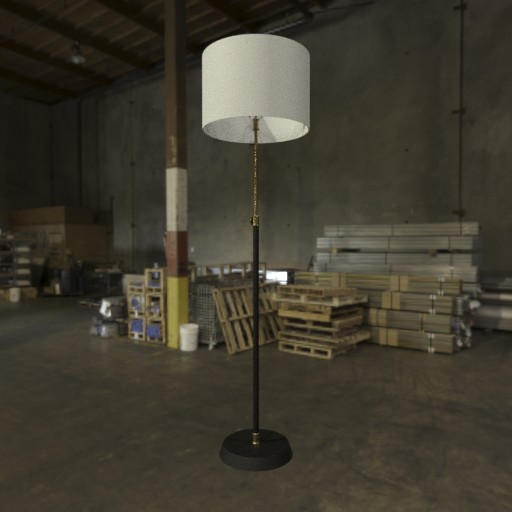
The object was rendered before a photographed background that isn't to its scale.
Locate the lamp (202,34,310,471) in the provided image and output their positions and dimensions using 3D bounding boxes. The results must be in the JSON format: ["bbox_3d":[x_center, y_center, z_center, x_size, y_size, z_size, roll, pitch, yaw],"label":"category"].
[{"bbox_3d":[0.000,0.000,1.691,0.404,1.517,0.404,1,2,35],"label":"lamp"}]
